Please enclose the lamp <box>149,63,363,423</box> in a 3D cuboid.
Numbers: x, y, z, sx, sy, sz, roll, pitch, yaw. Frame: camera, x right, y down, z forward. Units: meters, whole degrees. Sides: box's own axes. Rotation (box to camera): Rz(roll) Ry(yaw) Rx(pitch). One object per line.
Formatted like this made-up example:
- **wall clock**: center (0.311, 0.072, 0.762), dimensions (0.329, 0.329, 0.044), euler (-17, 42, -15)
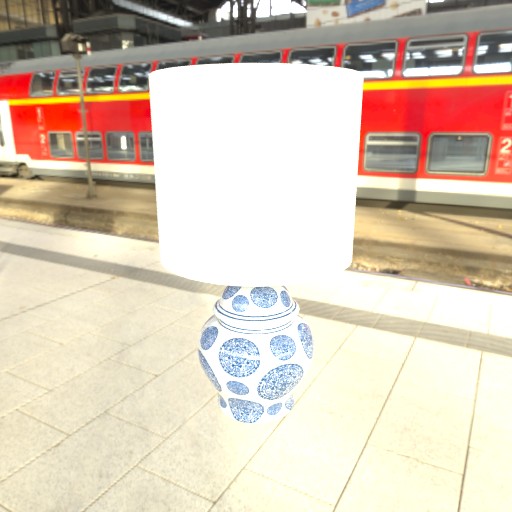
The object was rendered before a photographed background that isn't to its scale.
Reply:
- **lamp**: center (0.000, 0.000, 0.507), dimensions (0.215, 0.381, 0.215), euler (8, 18, 26)
